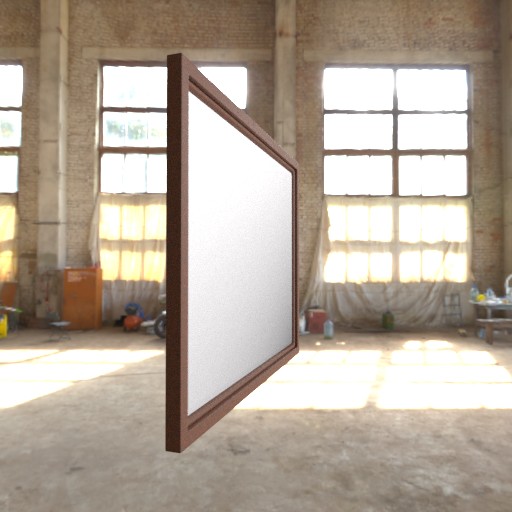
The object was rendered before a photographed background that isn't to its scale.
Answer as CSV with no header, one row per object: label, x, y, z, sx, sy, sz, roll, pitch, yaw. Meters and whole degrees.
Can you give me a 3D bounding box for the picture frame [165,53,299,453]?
picture frame,0.000,0.000,1.761,0.045,1.018,1.329,0,-1,19
